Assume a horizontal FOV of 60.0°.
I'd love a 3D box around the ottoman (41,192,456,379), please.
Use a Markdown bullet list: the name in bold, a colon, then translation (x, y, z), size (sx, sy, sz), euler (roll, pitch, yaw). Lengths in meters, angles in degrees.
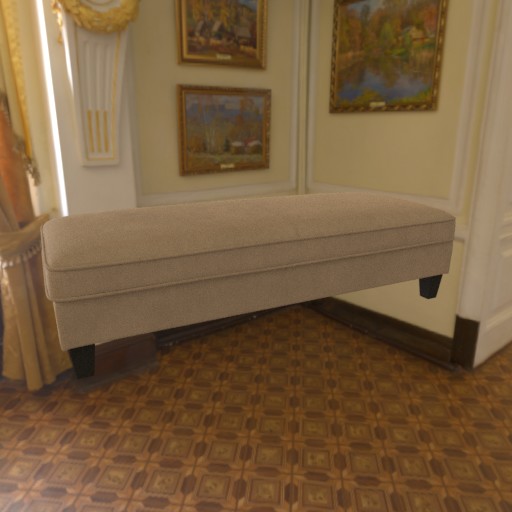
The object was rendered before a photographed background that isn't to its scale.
- **ottoman**: translation (0.000, 0.000, 1.995), size (1.726, 0.460, 0.735), euler (-8, 18, -25)
